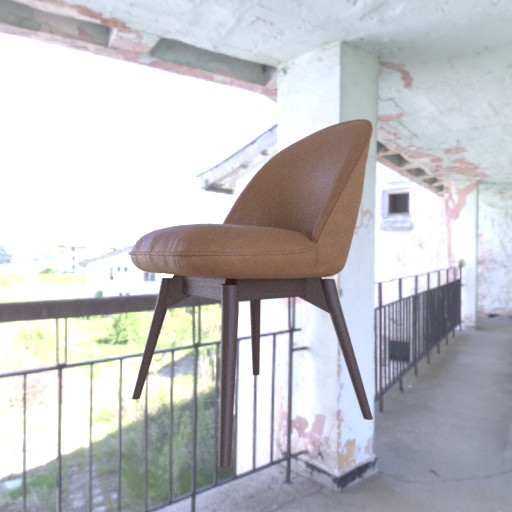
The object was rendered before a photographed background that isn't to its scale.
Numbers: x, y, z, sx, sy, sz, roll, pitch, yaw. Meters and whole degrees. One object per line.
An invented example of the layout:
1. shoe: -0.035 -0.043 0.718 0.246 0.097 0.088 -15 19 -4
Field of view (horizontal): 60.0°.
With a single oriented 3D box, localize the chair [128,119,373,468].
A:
1. chair: 0.000 0.000 1.234 0.631 0.831 0.521 0 1 -35
